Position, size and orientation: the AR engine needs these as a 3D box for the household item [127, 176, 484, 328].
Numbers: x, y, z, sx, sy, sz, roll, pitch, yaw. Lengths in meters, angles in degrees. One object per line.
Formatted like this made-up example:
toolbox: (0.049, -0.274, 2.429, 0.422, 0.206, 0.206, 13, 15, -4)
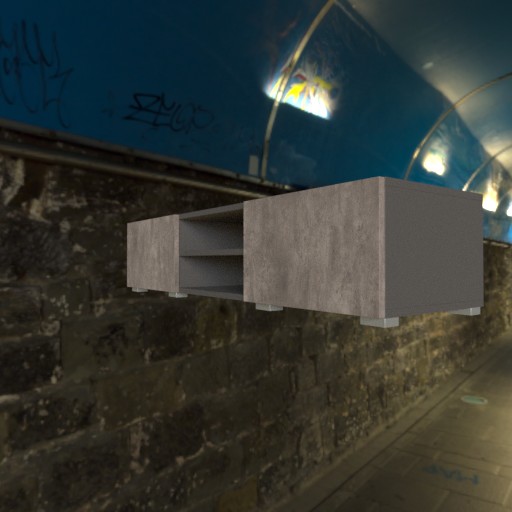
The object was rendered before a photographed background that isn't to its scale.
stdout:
household item: (0.000, 0.000, 1.579, 0.420, 0.310, 1.400, 0, -1, -37)
